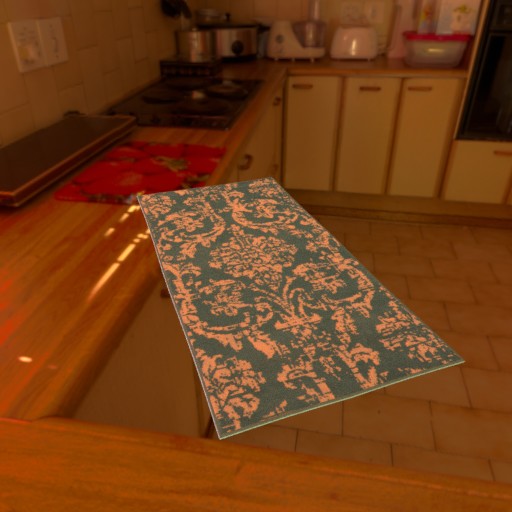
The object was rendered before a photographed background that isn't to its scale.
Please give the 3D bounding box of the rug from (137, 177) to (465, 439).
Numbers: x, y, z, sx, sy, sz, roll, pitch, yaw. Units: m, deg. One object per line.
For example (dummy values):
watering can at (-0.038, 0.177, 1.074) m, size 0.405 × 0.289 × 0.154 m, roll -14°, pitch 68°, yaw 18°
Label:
rug at (0.000, 0.000, 1.442) m, size 0.604 × 0.007 × 1.219 m, roll -11°, pitch 34°, yaw -17°
